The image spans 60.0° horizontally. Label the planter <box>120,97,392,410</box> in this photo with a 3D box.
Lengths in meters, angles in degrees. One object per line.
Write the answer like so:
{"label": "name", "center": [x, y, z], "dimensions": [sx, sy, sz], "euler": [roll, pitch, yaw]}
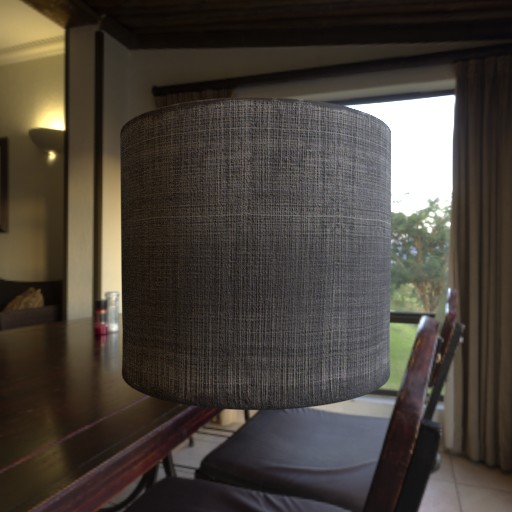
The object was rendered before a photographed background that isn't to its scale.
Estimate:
{"label": "planter", "center": [0.000, 0.000, 0.434], "dimensions": [0.254, 0.221, 0.254], "euler": [0, 0, 0]}
